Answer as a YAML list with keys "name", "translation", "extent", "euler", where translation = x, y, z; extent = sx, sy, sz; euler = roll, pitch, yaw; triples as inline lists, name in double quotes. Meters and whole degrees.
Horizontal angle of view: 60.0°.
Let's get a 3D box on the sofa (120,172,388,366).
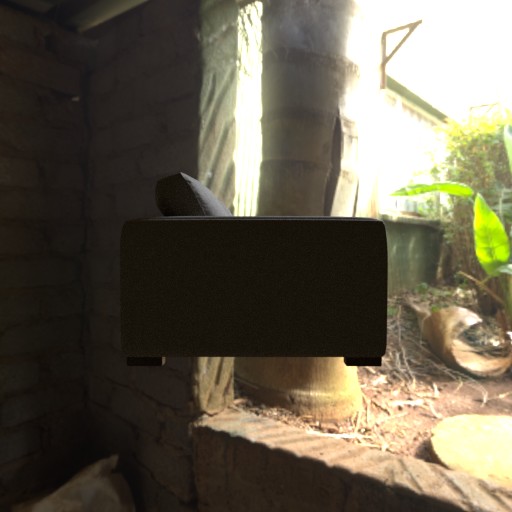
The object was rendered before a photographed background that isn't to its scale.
- name: "sofa"
  translation: [0.000, 0.000, 2.820]
  extent: [1.070, 0.801, 2.262]
  euler: [0, 2, 0]
